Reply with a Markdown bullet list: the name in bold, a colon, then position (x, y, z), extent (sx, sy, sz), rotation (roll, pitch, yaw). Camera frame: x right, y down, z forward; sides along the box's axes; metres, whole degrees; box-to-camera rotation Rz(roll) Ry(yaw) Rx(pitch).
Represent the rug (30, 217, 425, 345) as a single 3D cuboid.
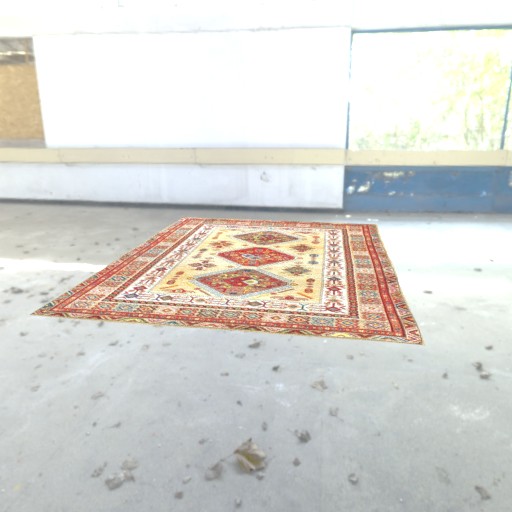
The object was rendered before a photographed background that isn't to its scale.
- **rug**: position (0.000, 0.000, 4.121), extent (2.460, 0.005, 3.067), rotation (3, 17, 9)
